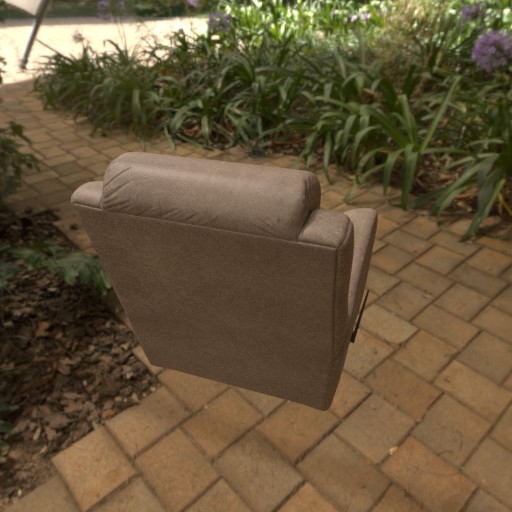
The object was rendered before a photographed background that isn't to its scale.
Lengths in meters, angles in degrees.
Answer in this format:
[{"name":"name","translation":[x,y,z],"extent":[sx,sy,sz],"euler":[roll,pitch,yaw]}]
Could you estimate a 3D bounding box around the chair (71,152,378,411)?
[{"name":"chair","translation":[0.000,0.000,1.898],"extent":[0.967,1.116,1.068],"euler":[10,34,16]}]
